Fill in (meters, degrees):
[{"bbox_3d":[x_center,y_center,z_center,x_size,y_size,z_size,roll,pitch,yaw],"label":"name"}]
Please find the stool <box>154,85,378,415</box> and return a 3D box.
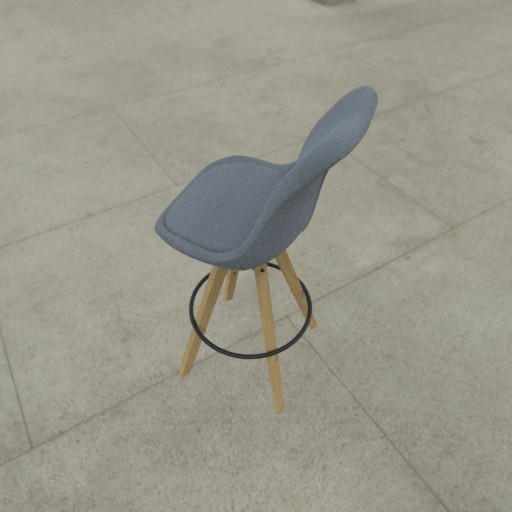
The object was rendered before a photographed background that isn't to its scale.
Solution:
[{"bbox_3d":[0.000,0.000,1.440,0.550,1.115,0.485,16,48,16],"label":"stool"}]
